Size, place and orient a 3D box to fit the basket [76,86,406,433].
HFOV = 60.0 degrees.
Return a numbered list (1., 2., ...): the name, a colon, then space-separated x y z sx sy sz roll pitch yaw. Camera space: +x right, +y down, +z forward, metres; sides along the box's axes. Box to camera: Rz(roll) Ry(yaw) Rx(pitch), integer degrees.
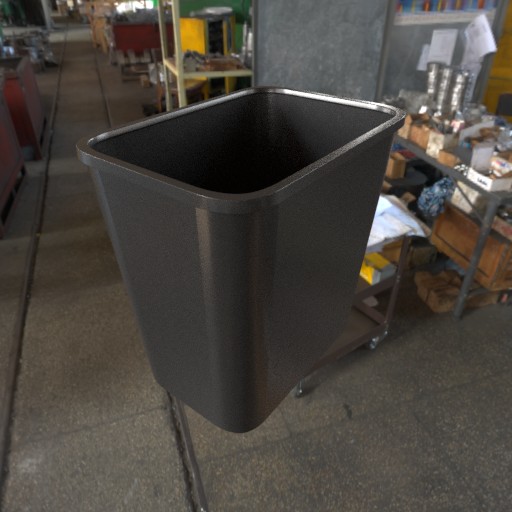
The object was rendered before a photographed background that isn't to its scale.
1. basket: 0.000 0.000 0.518 0.211 0.307 0.300 23 40 31
